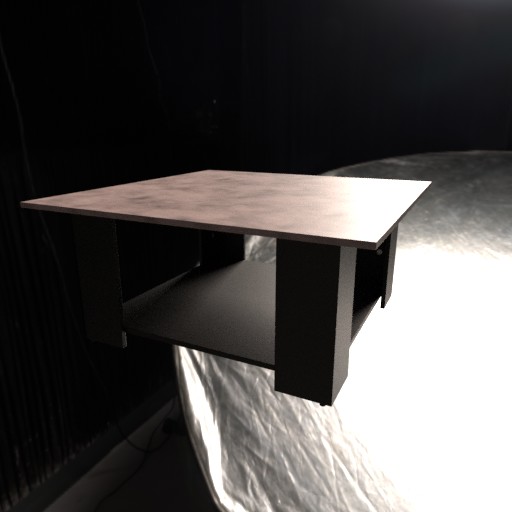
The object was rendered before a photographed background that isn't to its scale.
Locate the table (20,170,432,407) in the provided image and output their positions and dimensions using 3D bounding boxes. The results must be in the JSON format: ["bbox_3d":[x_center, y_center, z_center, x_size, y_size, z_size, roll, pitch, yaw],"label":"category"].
[{"bbox_3d":[0.000,0.000,1.031,0.670,0.305,0.670,8,19,25],"label":"table"}]
